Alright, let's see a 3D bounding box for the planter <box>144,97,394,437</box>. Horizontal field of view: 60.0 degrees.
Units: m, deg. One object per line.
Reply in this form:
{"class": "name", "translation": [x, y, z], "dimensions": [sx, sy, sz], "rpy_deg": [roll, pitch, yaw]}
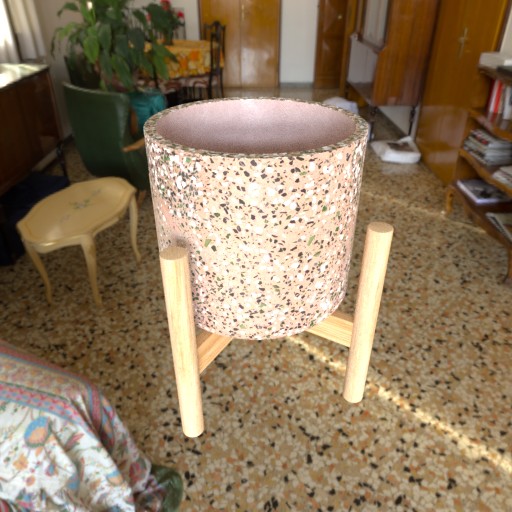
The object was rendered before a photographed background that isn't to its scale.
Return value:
{"class": "planter", "translation": [0.000, 0.000, 0.532], "dimensions": [0.284, 0.320, 0.284], "rpy_deg": [-21, 38, -30]}
